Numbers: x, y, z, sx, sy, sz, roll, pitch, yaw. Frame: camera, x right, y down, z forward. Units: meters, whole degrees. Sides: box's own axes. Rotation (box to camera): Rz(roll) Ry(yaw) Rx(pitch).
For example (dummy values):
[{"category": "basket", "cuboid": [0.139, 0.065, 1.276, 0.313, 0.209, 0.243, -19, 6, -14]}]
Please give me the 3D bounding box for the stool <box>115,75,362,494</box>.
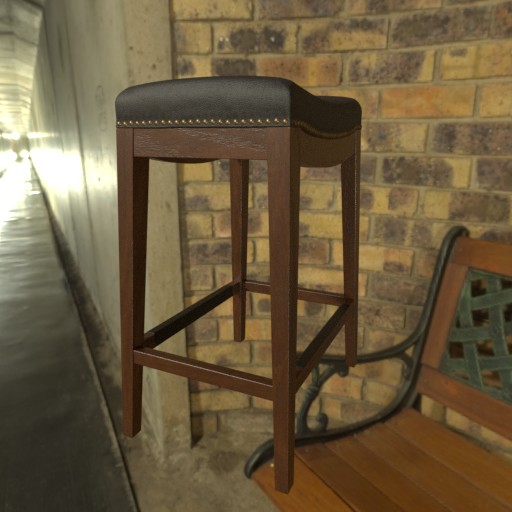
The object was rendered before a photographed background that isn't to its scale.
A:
[{"category": "stool", "cuboid": [0.000, 0.000, 0.936, 0.353, 0.664, 0.490, 7, 17, 25]}]
